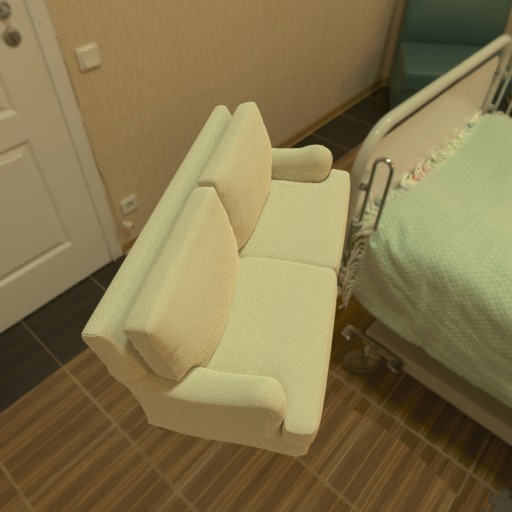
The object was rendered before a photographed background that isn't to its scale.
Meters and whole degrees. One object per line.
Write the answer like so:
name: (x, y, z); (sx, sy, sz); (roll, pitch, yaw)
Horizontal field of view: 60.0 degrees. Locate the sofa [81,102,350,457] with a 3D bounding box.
sofa: (0.000, 0.000, 2.832); (1.086, 1.087, 2.159); (9, 47, 9)
